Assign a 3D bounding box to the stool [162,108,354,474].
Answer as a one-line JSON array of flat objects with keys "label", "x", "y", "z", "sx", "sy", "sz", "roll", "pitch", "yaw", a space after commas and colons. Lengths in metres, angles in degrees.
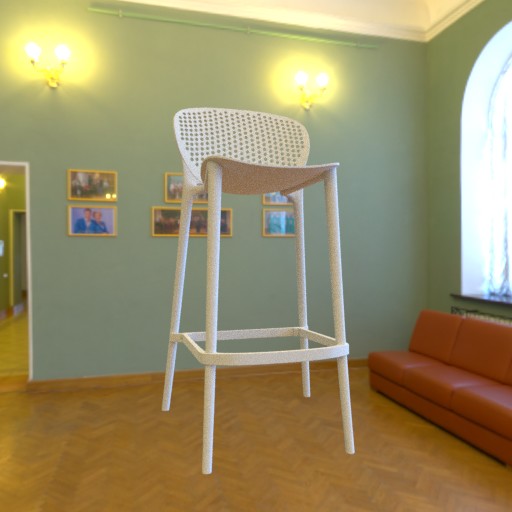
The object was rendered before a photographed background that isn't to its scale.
[{"label": "stool", "x": 0.000, "y": 0.000, "z": 1.350, "sx": 0.536, "sy": 1.045, "sz": 0.535, "roll": 0, "pitch": 1, "yaw": -16}]
